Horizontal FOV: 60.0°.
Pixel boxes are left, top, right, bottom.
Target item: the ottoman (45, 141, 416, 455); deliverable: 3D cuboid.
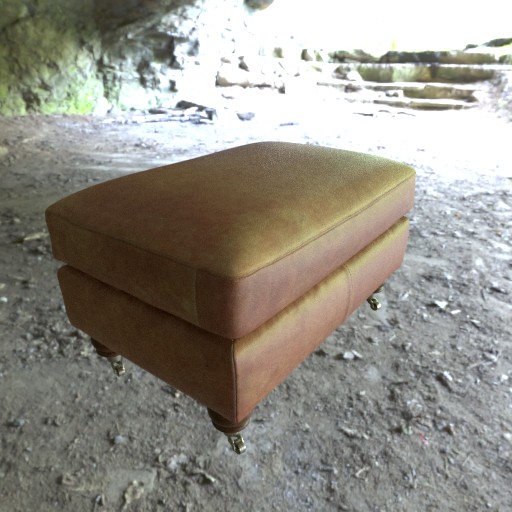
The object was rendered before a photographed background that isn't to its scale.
[{"bbox_3d":[0.000,0.000,1.180,0.565,0.507,0.852,18,31,33],"label":"ottoman"}]
